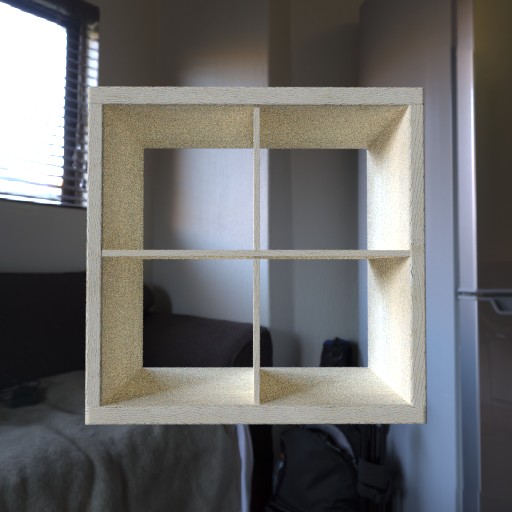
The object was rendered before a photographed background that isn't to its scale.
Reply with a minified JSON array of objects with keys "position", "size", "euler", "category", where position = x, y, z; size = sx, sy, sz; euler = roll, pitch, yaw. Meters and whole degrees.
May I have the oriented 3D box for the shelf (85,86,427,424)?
[{"position":[0.000,0.000,1.229],"size":[0.790,0.786,0.390],"euler":[0,-1,0],"category":"shelf"}]
